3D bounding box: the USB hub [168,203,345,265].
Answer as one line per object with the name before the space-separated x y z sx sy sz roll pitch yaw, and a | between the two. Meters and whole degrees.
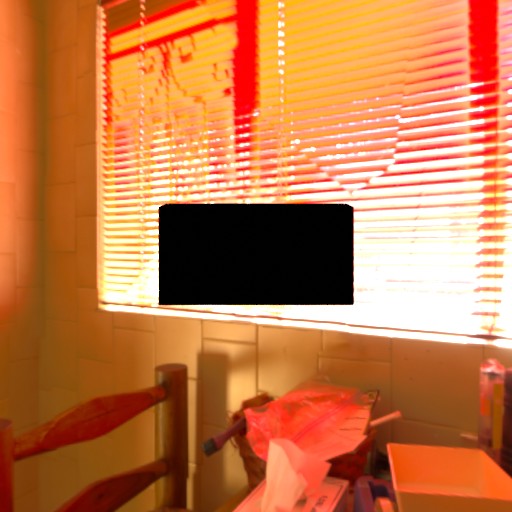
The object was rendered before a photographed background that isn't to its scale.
USB hub | 0.000 0.000 0.162 0.044 0.023 0.145 0 0 0
